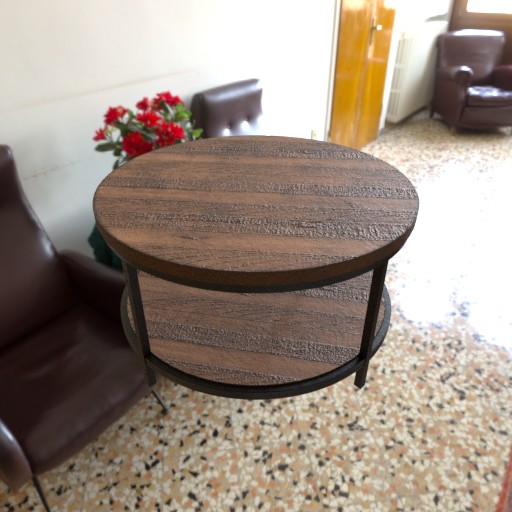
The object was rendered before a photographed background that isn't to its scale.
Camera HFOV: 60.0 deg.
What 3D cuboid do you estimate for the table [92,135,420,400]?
[{"bbox_3d":[0.000,0.000,1.312,0.837,0.462,0.837,0,33,0],"label":"table"}]
